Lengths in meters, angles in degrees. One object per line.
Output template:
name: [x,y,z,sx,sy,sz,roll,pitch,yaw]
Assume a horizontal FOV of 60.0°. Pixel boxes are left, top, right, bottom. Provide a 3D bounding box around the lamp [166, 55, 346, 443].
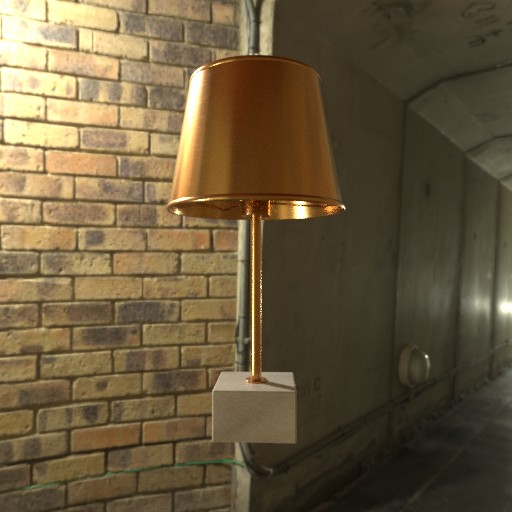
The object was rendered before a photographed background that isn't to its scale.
lamp: [0.000,0.000,0.524,0.208,0.406,0.208,0,-1,0]
